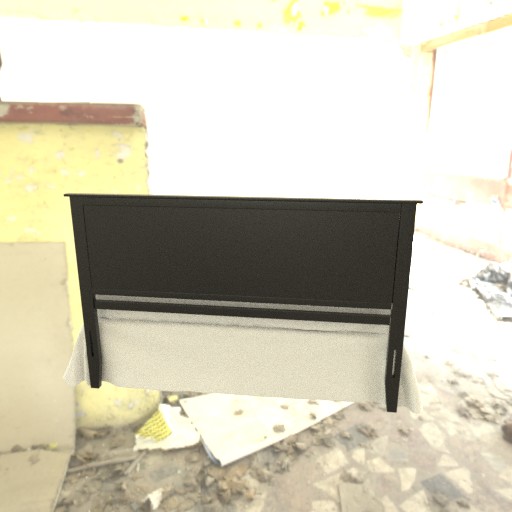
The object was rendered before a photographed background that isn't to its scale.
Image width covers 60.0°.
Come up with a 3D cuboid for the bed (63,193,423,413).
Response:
[{"bbox_3d":[0.000,0.000,3.648,2.315,1.271,2.219,2,16,8],"label":"bed"}]
